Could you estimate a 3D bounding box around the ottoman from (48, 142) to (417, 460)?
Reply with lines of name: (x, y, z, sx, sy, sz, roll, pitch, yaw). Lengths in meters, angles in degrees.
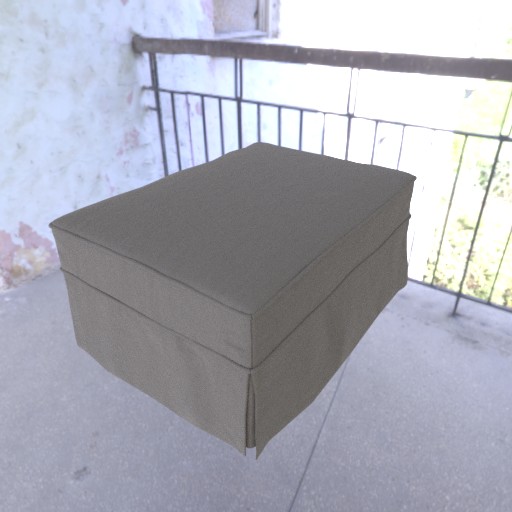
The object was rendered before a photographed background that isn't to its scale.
ottoman: (0.000, 0.000, 1.357, 0.703, 0.479, 0.944, 20, 36, 31)
